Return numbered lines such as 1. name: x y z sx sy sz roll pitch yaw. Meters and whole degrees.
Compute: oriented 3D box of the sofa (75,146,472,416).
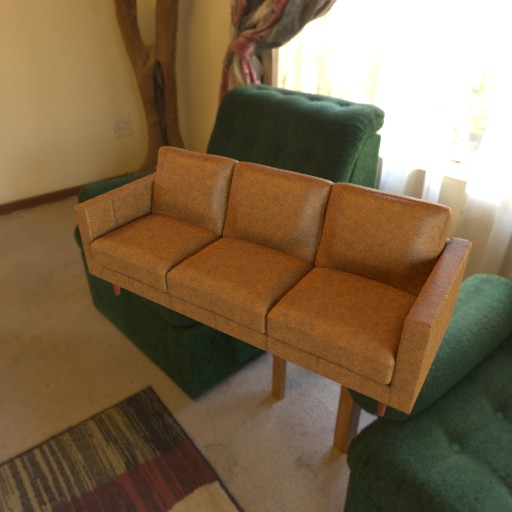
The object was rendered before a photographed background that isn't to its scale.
1. sofa: 0.000 0.000 2.719 2.231 0.930 0.903 18 35 28
